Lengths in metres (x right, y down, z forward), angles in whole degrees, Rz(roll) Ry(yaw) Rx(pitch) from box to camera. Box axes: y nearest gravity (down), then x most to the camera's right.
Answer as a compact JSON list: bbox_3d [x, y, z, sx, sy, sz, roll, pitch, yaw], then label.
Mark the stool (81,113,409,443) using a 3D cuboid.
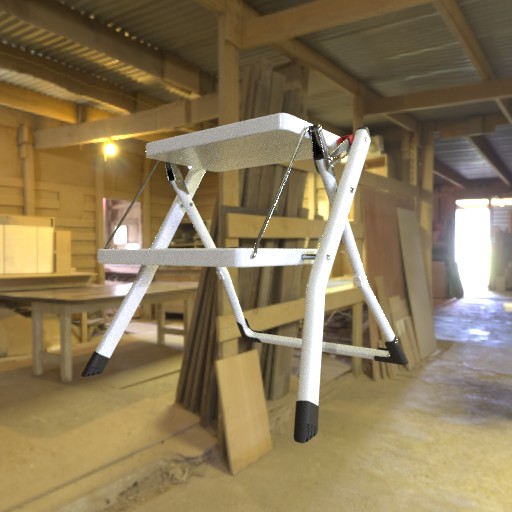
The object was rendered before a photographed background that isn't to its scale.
[{"bbox_3d":[0.000,0.000,0.851,0.485,0.445,0.490,0,1,37],"label":"stool"}]
